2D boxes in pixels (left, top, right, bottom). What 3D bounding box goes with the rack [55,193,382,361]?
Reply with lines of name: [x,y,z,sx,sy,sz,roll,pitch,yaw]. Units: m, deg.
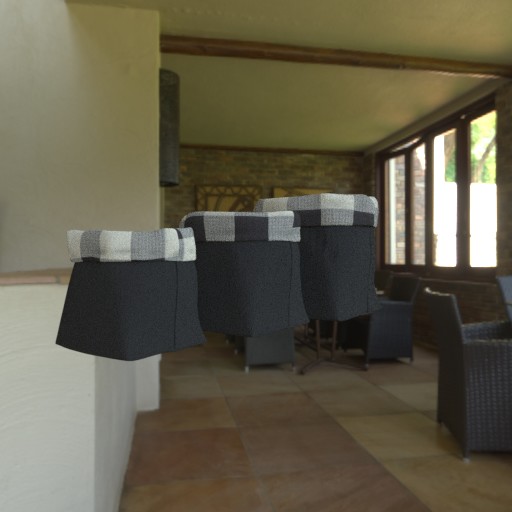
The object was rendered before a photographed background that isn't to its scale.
rack: [0.000,0.000,1.065,0.370,0.329,0.889,0,-1,37]
